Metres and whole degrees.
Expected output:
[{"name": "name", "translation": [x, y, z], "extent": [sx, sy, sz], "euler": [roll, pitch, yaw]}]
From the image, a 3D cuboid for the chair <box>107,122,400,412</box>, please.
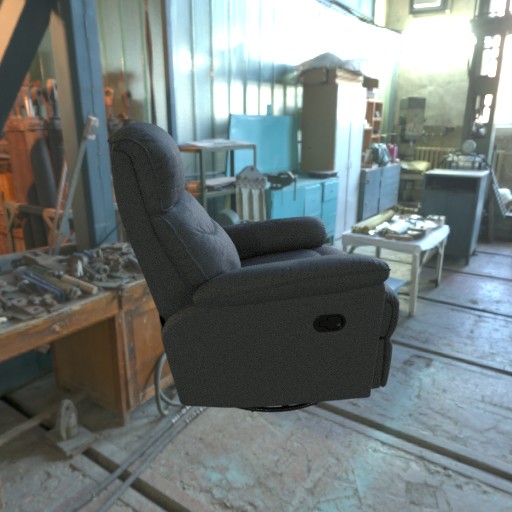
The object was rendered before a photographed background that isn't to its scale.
[{"name": "chair", "translation": [0.000, 0.000, 1.794], "extent": [1.004, 1.037, 0.820], "euler": [-3, 17, -10]}]
